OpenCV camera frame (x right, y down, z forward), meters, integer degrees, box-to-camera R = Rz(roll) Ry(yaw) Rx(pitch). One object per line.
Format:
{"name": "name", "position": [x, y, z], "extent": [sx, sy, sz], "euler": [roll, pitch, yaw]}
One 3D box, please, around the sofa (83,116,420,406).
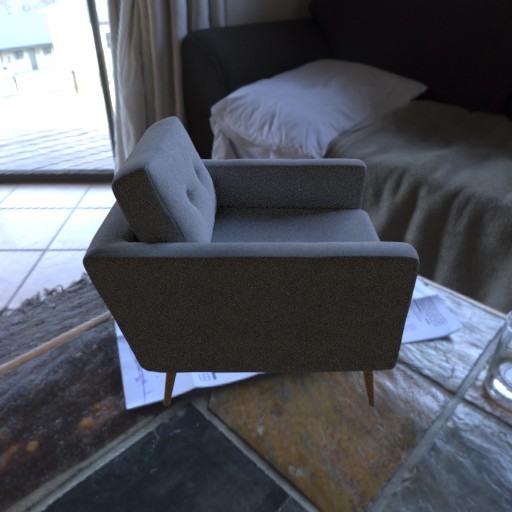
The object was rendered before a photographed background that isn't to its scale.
{"name": "sofa", "position": [0.000, 0.000, 1.573], "extent": [0.920, 0.860, 0.770], "euler": [0, 32, 0]}
